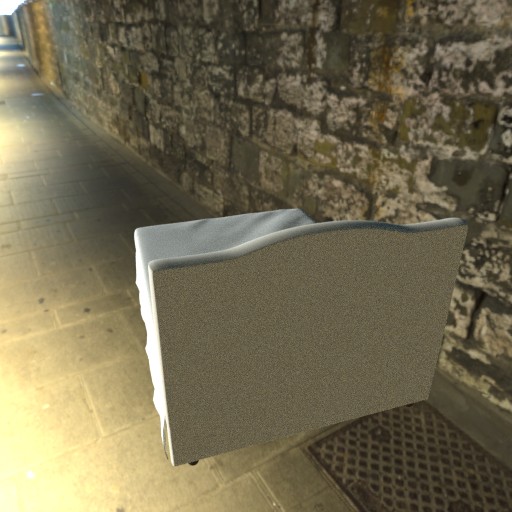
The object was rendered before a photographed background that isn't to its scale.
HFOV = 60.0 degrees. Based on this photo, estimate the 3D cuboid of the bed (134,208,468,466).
[{"bbox_3d":[0.000,0.000,3.409,1.821,1.436,2.282,-8,29,-16],"label":"bed"}]
